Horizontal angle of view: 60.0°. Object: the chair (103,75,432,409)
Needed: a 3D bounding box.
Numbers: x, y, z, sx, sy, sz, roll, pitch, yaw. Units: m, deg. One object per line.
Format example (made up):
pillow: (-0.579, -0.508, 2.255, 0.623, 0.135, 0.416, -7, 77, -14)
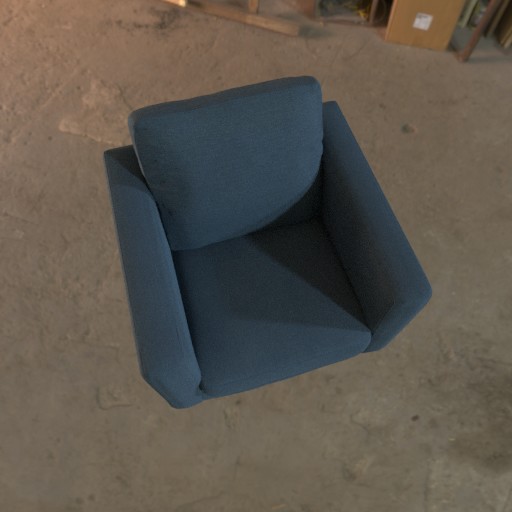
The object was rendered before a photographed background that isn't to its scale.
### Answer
chair: (0.000, 0.000, 1.566, 0.855, 0.922, 0.820, -15, 64, -7)
